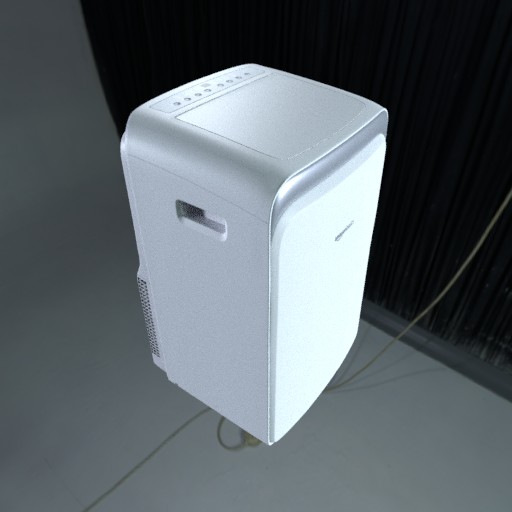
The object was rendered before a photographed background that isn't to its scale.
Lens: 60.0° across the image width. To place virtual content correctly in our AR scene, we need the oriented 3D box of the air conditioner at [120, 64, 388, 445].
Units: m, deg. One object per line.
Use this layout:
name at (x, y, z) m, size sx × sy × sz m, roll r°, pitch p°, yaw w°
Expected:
air conditioner at (0.000, 0.000, 1.075) m, size 0.467 × 0.765 × 0.478 m, roll 26°, pitch 46°, yaw 28°
